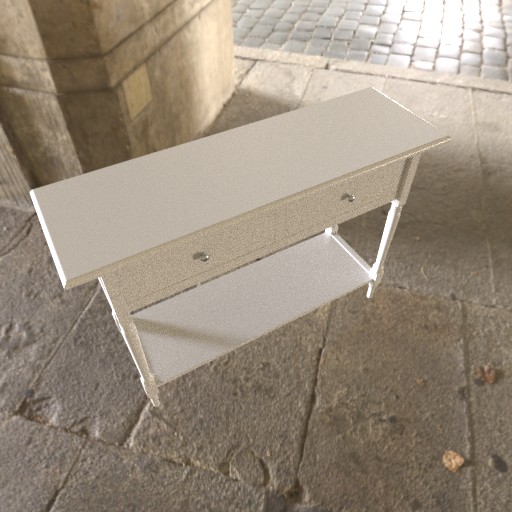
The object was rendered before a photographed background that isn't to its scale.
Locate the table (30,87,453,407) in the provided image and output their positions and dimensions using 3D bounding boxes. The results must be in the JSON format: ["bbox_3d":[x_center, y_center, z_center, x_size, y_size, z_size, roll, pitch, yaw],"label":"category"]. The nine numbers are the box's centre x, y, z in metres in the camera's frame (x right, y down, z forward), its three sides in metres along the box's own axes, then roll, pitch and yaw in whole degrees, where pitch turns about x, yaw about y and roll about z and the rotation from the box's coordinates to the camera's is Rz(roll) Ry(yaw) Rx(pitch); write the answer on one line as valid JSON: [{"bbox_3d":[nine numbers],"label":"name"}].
[{"bbox_3d":[0.000,0.000,1.584,1.197,0.808,0.384,-23,51,-20],"label":"table"}]
